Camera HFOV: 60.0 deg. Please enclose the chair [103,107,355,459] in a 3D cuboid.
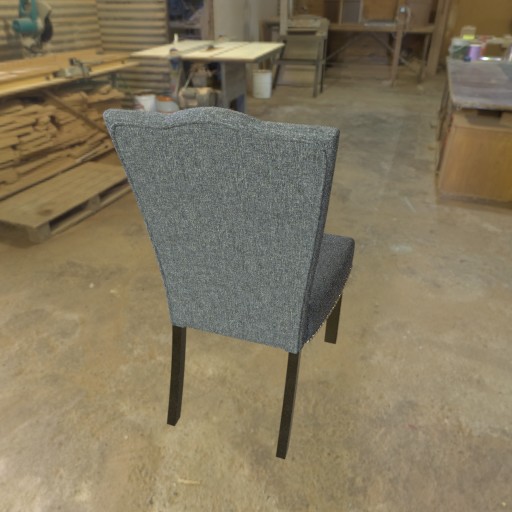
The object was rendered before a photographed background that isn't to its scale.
[{"bbox_3d":[0.000,0.000,1.298,0.518,0.946,0.589,10,32,16],"label":"chair"}]
